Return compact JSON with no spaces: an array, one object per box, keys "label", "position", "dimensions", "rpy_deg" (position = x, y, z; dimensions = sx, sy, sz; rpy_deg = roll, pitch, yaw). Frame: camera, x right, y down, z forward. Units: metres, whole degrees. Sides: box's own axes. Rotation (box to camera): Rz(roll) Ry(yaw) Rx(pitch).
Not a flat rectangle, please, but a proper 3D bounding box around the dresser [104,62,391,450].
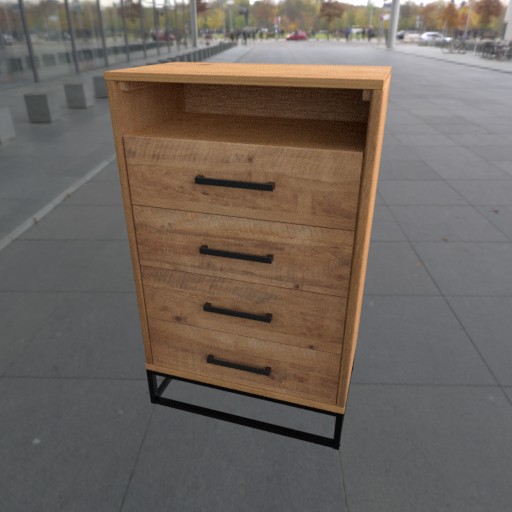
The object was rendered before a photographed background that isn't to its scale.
[{"label":"dresser","position":[0.000,0.000,1.591],"dimensions":[0.761,1.240,0.479],"rpy_deg":[8,28,15]}]
